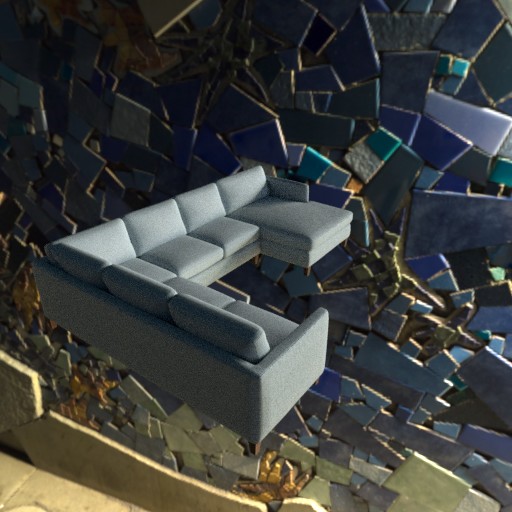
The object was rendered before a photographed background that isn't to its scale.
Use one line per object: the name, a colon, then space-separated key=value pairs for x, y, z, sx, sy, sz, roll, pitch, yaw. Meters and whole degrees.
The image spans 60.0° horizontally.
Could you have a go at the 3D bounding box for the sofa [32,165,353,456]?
sofa: x=0.000 y=0.000 z=4.590 sx=2.551 sy=0.889 sz=3.403 roll=18 pitch=32 yaw=32
